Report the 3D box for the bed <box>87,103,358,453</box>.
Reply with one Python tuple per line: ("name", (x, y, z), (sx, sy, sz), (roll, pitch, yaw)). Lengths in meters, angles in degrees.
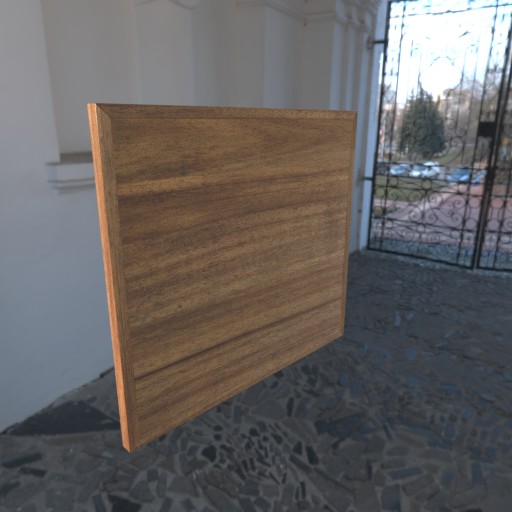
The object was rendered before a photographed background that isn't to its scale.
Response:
("bed", (0.000, 0.000, 1.484), (1.041, 0.940, 0.043), (-16, 23, -42))
